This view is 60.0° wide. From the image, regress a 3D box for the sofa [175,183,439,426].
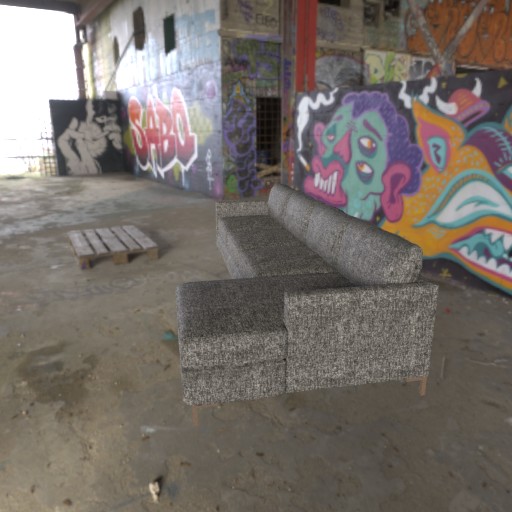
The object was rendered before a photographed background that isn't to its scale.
[{"bbox_3d":[0.000,0.000,4.033,1.488,0.970,3.384,-3,16,-11],"label":"sofa"}]
